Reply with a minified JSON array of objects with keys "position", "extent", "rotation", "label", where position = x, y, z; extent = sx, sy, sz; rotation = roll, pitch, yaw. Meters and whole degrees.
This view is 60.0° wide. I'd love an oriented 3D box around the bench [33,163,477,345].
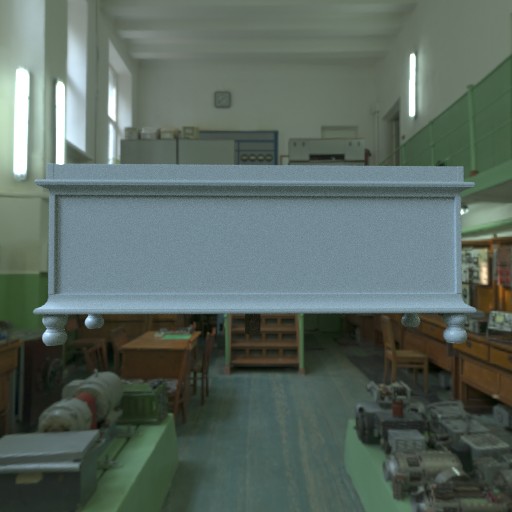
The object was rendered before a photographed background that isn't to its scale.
[{"position":[0.000,0.000,1.387],"extent":[1.185,0.486,0.402],"rotation":[0,-1,-2],"label":"bench"}]
